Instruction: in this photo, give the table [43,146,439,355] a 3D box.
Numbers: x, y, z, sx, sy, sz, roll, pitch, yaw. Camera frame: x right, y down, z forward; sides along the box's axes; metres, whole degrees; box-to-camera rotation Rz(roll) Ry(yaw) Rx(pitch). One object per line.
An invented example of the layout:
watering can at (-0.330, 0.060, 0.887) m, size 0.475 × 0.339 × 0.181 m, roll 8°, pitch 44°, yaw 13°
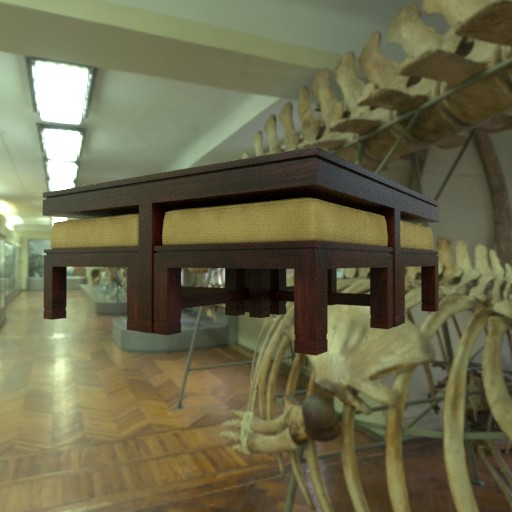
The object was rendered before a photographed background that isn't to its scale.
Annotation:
table at (0.000, 0.000, 1.353) m, size 0.865 × 0.356 × 0.865 m, roll -1°, pitch -1°, yaw 35°
